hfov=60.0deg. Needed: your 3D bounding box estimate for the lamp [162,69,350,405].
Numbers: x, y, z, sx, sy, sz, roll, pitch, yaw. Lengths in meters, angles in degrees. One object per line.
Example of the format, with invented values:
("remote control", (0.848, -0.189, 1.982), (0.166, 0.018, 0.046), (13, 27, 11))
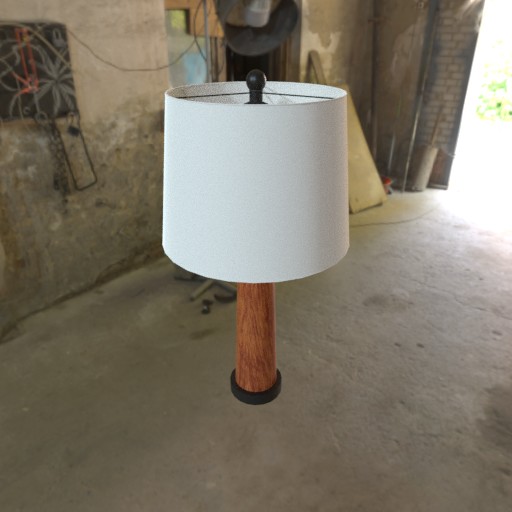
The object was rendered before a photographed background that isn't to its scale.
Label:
("lamp", (0.000, 0.000, 0.858), (0.349, 0.667, 0.349), (0, 27, 0))
